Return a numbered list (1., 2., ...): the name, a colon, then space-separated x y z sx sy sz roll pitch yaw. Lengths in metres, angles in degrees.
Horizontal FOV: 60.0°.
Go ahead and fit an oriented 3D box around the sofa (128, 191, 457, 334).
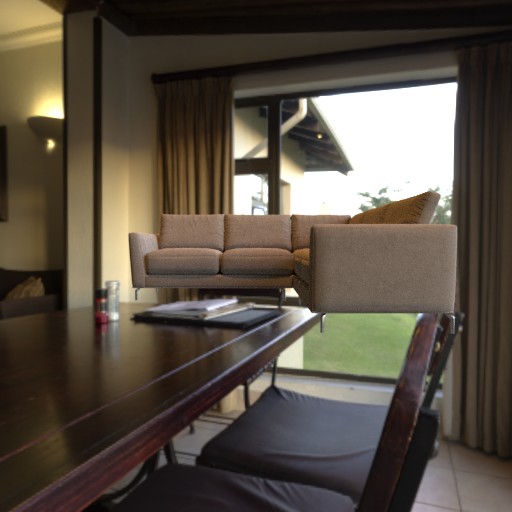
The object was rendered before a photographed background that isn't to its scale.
1. sofa: 0.000 0.000 3.794 2.438 0.864 2.438 0 1 1
